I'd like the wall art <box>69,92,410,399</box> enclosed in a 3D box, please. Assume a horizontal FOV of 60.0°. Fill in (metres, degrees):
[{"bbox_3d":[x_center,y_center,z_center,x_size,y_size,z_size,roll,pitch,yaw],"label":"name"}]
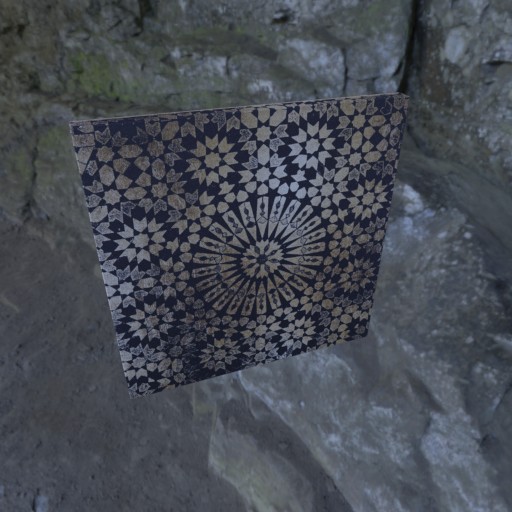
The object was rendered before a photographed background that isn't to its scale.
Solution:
[{"bbox_3d":[0.000,0.000,0.934,0.612,0.612,0.038,-11,34,-17],"label":"wall art"}]
